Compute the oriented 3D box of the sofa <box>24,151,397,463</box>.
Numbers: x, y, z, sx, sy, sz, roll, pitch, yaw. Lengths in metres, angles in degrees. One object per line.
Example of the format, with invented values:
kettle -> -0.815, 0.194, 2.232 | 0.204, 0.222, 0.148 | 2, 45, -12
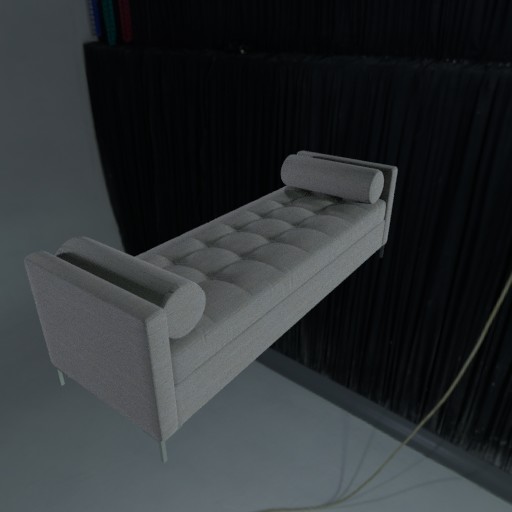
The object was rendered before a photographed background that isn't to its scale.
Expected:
sofa -> 0.000, 0.000, 2.294 | 0.686, 0.635, 1.981 | 19, 33, 32
